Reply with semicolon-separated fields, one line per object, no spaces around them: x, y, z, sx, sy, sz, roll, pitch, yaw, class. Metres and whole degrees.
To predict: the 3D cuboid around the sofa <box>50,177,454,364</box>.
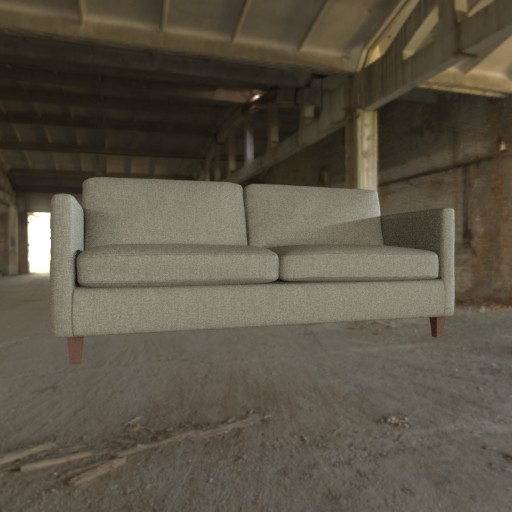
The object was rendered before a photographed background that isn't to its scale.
0.000;0.000;2.702;2.208;0.960;0.956;0;1;-18;sofa
